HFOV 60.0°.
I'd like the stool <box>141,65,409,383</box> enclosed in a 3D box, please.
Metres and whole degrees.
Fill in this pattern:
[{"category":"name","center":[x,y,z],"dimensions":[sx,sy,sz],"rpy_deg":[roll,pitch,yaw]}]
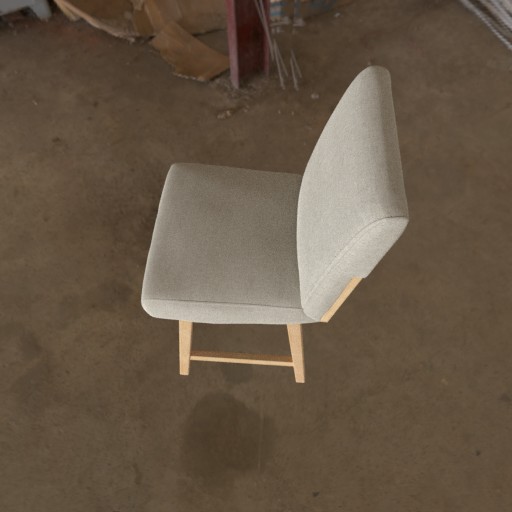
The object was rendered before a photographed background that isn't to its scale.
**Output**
[{"category":"stool","center":[0.000,0.000,1.393],"dimensions":[0.606,1.085,0.507],"rpy_deg":[3,59,2]}]
